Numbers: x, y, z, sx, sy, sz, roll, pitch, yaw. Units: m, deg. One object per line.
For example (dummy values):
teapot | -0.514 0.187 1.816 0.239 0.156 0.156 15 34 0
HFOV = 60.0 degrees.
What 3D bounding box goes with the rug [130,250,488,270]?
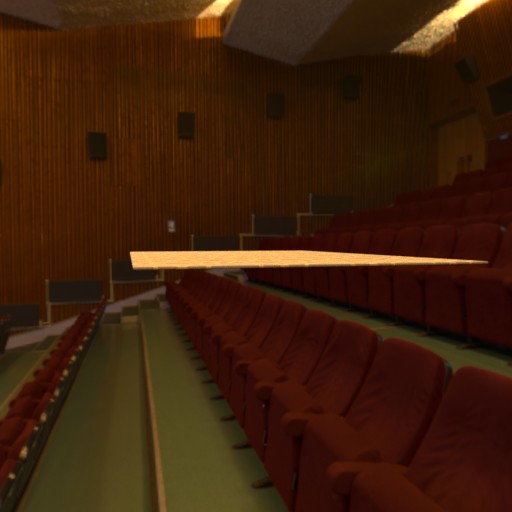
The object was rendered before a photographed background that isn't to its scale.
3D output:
rug | 0.000 0.000 2.670 1.451 0.010 2.080 -1 2 -16
